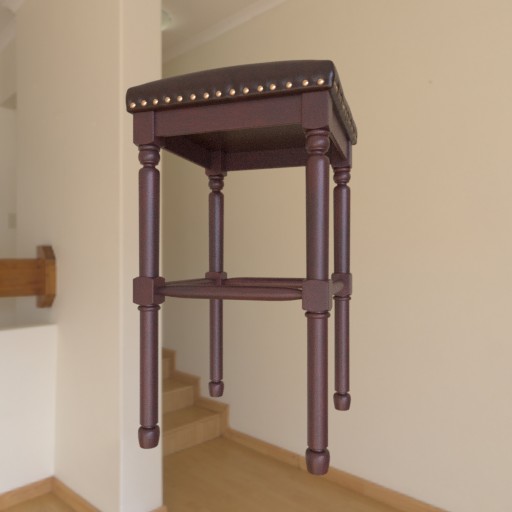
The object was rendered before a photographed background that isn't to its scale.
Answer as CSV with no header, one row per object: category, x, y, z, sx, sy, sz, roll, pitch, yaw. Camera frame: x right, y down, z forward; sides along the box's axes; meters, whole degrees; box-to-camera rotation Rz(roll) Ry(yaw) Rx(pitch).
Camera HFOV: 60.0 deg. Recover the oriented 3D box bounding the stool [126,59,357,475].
stool,0.000,0.000,0.923,0.383,0.702,0.382,0,0,18
